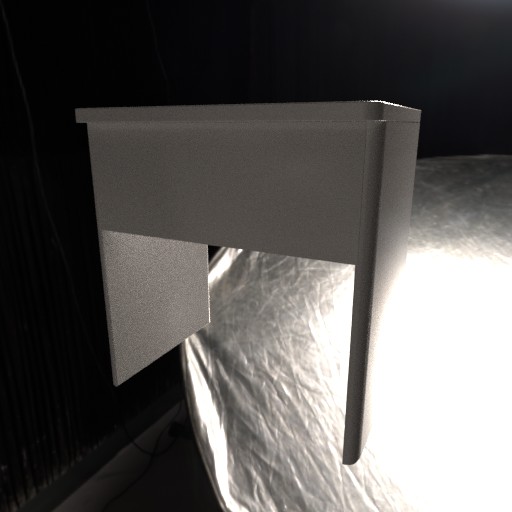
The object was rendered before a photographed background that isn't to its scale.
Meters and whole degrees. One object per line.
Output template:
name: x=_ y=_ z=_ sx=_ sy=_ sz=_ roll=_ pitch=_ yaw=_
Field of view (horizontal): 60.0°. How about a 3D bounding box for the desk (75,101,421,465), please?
desk: x=0.000 y=0.000 z=1.276 sx=0.762 sy=0.800 sz=0.549 roll=8 pitch=18 yaw=26
